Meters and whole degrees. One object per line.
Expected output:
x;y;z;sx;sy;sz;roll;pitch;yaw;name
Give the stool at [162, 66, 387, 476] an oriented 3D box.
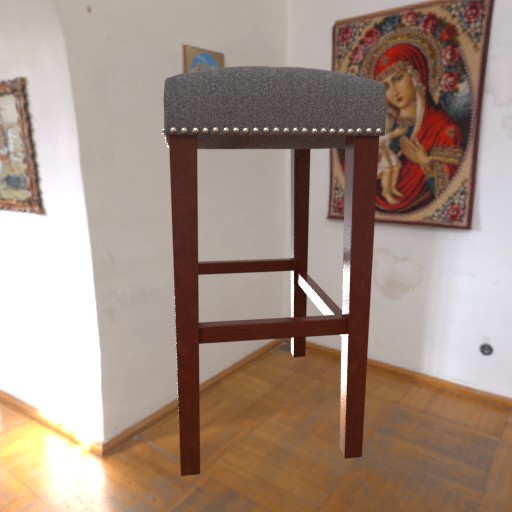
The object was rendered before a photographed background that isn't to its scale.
0.000;0.000;1.015;0.372;0.742;0.504;-2;14;-8;stool
